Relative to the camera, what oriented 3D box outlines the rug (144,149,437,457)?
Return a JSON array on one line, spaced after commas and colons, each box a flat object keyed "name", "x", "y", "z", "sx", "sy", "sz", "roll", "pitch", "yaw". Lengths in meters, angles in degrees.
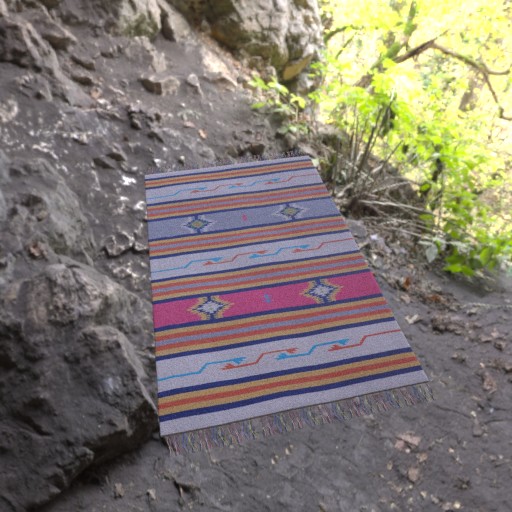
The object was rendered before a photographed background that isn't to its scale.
[{"name": "rug", "x": 0.000, "y": 0.000, "z": 2.290, "sx": 1.084, "sy": 0.013, "sz": 1.849, "roll": -9, "pitch": 46, "yaw": -8}]
